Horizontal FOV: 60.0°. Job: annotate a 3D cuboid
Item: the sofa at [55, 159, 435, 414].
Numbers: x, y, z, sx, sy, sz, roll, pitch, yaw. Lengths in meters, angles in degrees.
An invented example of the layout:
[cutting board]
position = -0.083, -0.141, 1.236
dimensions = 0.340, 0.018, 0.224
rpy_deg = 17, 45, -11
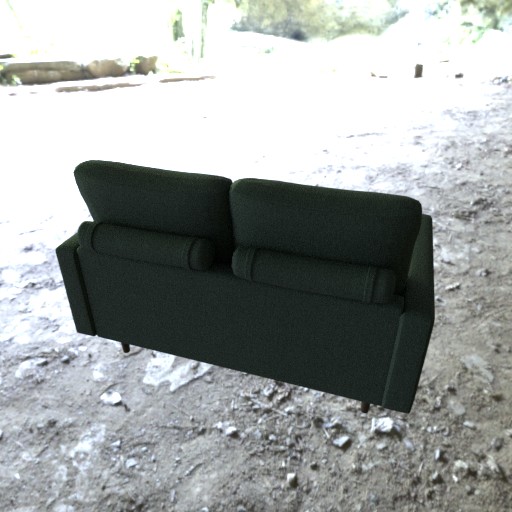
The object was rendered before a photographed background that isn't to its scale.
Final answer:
[sofa]
position = 0.000, 0.000, 1.906
dimensions = 1.407, 0.907, 0.842
rpy_deg = 10, 32, 16
